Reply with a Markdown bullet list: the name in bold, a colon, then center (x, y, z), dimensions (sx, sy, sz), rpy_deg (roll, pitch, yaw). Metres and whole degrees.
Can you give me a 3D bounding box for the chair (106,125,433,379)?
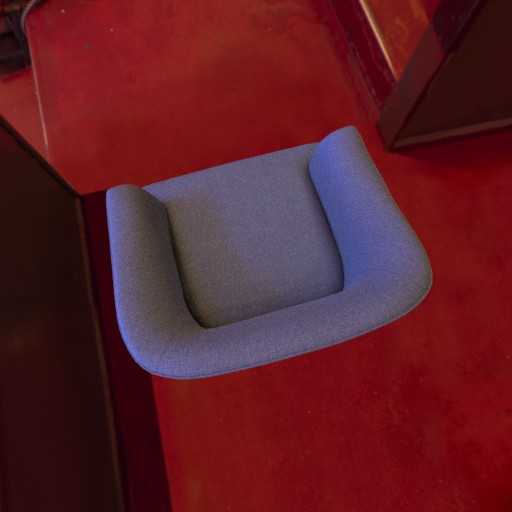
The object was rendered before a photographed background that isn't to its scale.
- **chair**: center (0.000, 0.000, 1.432), dimensions (0.798, 0.815, 0.704), rpy_deg (-15, 74, -4)
